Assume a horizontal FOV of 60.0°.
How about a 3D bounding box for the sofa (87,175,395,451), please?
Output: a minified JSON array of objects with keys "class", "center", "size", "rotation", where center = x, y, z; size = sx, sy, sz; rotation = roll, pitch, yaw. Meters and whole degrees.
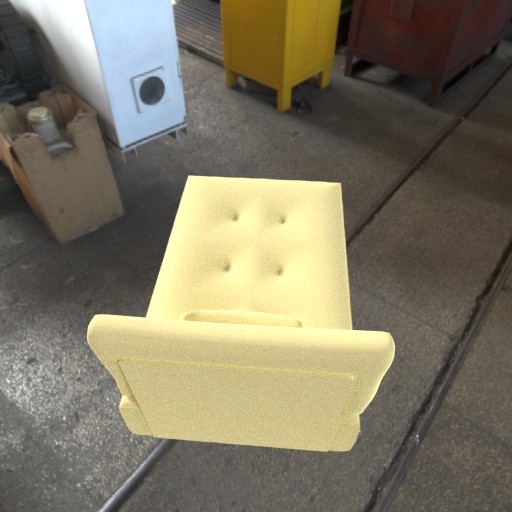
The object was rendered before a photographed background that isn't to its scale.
[{"class":"sofa","center":[0.000,0.000,2.031],"size":[0.930,0.820,1.450],"rotation":[3,47,3]}]
